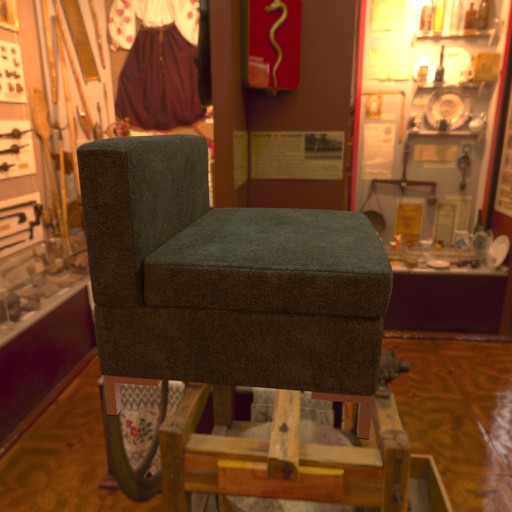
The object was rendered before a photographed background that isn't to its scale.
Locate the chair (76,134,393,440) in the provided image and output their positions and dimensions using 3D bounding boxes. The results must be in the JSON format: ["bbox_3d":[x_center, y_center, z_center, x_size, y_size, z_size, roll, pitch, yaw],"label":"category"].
[{"bbox_3d":[0.000,0.000,1.255,0.680,0.660,0.680,2,16,8],"label":"chair"}]
